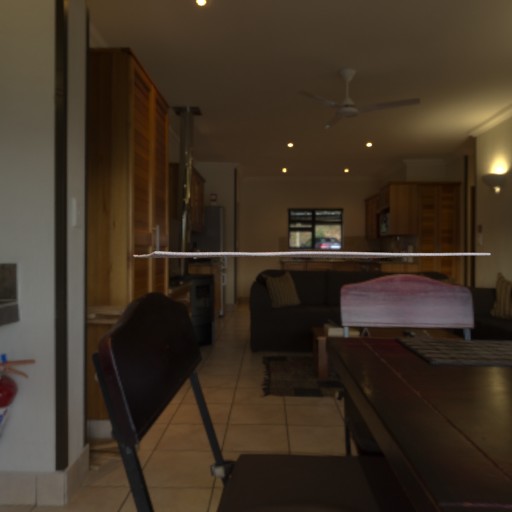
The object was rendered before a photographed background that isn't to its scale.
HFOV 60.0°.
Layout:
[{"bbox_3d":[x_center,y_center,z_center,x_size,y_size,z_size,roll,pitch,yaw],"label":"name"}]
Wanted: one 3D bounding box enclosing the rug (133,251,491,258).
[{"bbox_3d":[0.000,0.000,2.999,1.537,0.029,2.439,0,0,-17],"label":"rug"}]
